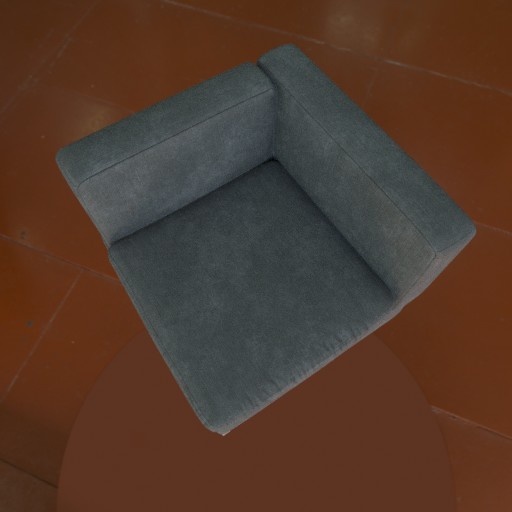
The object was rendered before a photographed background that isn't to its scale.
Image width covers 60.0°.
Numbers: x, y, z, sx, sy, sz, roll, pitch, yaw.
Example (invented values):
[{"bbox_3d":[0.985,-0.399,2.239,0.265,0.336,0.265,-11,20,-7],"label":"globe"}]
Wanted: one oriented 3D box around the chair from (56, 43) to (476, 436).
[{"bbox_3d":[0.000,0.000,1.200,0.680,0.660,0.680,-31,68,-14],"label":"chair"}]
